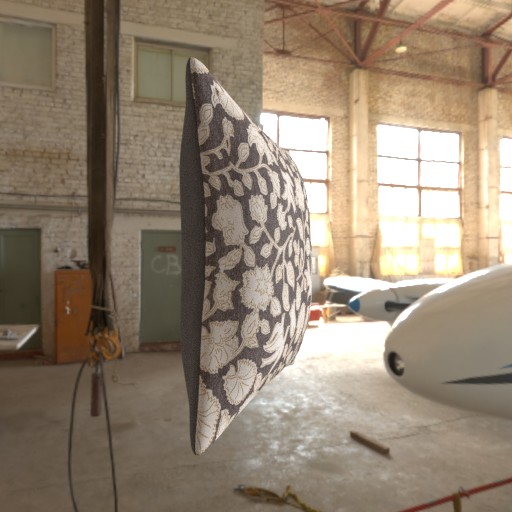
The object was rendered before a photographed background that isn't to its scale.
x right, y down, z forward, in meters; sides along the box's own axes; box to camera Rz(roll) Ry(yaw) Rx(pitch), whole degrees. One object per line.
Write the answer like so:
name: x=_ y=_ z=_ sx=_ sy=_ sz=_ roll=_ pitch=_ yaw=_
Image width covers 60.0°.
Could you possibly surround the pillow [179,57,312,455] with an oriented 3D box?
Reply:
pillow: x=0.000 y=0.000 z=0.806 sx=0.166 sy=0.507 sz=0.526 roll=0 pitch=-1 yaw=18
